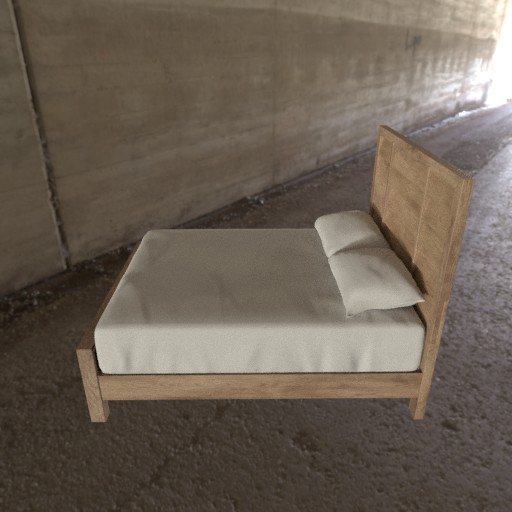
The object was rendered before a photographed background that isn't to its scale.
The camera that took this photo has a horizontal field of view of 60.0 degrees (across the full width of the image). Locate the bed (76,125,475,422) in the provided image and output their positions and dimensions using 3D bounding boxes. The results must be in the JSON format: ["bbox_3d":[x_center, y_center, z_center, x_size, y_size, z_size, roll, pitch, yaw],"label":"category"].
[{"bbox_3d":[0.000,0.000,3.297,2.197,1.626,1.626,0,26,-1],"label":"bed"}]
